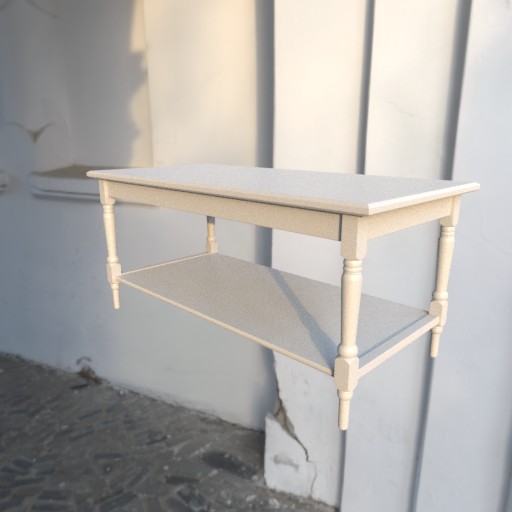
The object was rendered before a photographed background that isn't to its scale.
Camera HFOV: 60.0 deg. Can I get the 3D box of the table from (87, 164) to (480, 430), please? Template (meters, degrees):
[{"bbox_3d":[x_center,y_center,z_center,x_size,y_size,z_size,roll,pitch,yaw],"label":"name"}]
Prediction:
[{"bbox_3d":[0.000,0.000,1.414,1.109,0.506,0.551,15,21,43],"label":"table"}]
